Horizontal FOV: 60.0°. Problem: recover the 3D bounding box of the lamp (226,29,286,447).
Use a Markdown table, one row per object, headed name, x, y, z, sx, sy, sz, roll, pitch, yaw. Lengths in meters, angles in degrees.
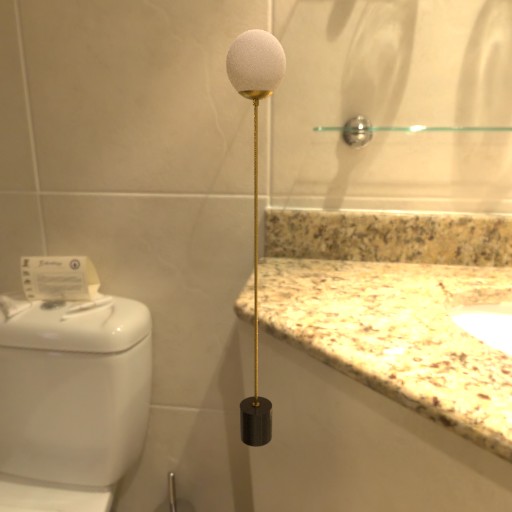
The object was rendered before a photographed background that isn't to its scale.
| name | x | y | z | sx | sy | sz | roll | pitch | yaw |
| --- | --- | --- | --- | --- | --- | --- | --- | --- | --- |
| lamp | 0.000 | 0.000 | 1.876 | 0.229 | 1.748 | 0.229 | -8 | 16 | -28 |
